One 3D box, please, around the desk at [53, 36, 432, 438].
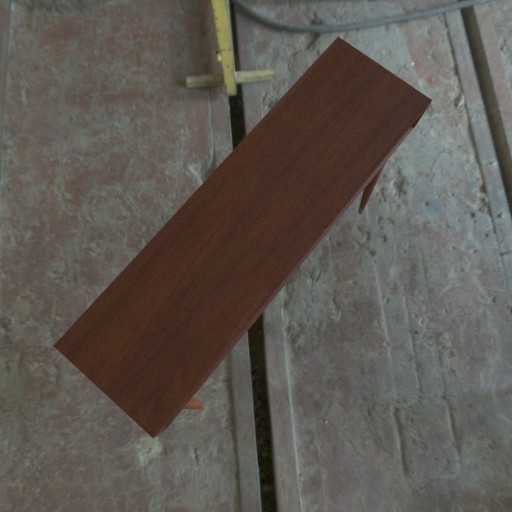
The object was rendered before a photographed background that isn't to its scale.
[{"bbox_3d":[0.000,0.000,1.653,0.384,0.917,1.204,39,79,9],"label":"desk"}]
